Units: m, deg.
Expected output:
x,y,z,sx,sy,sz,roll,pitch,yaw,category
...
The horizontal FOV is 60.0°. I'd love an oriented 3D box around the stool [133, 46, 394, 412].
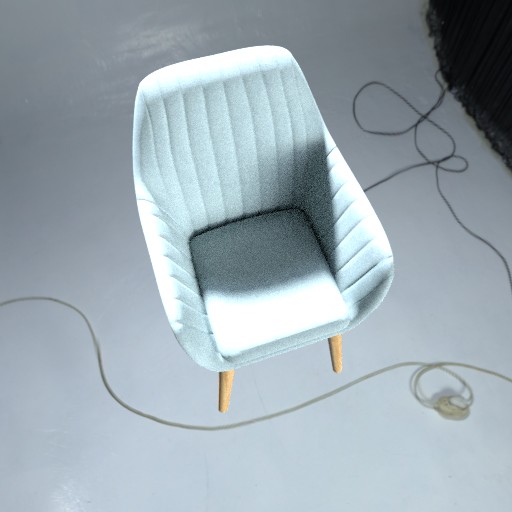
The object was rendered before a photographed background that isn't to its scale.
x,y,z,sx,sy,sz,roll,pitch,yaw,category
0.000,0.000,1.194,0.503,0.830,0.590,-16,64,-8,stool
